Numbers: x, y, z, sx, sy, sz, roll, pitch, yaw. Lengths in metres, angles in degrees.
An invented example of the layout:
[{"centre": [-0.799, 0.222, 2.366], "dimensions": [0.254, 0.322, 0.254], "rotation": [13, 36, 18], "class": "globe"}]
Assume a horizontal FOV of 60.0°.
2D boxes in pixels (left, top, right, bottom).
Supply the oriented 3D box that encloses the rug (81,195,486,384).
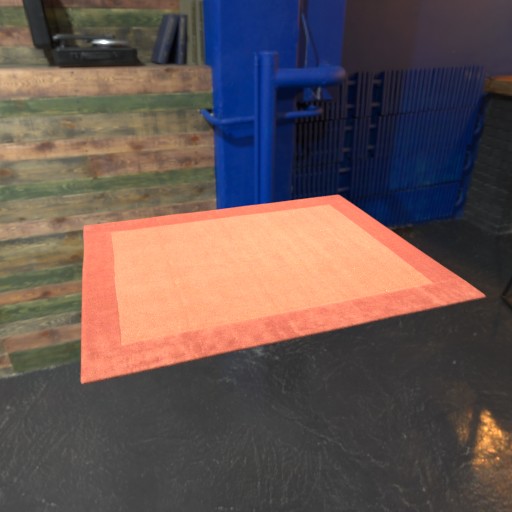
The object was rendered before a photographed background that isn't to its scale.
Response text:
[{"centre": [0.000, 0.000, 4.020], "dimensions": [2.976, 0.018, 2.430], "rotation": [-9, 29, -16], "class": "rug"}]
